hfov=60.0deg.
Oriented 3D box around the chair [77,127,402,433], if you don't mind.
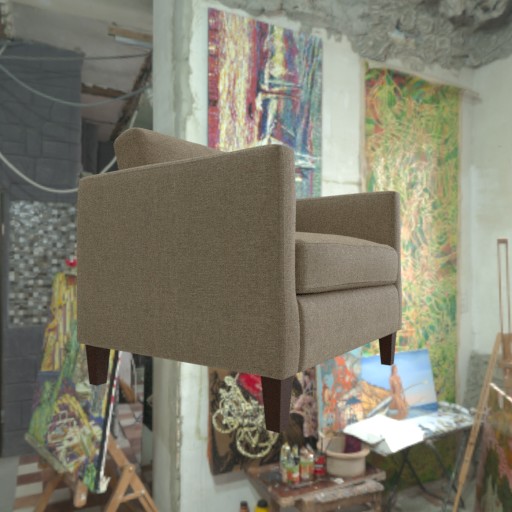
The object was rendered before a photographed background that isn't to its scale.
[{"bbox_3d":[0.000,0.000,1.867,0.959,0.987,1.107,0,-1,35],"label":"chair"}]
